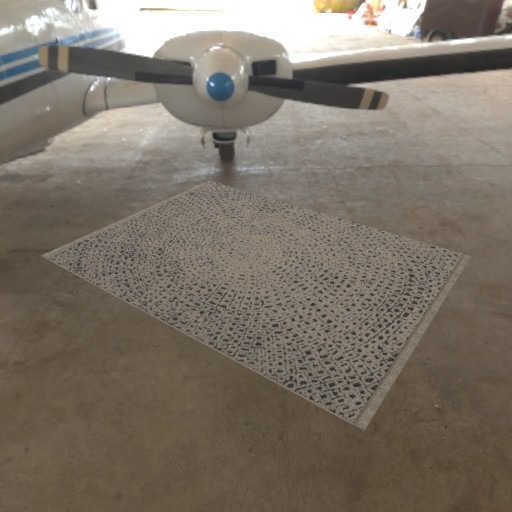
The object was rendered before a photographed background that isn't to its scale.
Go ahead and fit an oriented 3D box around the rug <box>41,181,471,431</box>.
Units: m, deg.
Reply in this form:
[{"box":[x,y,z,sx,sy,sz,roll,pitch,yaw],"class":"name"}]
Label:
[{"box":[0.000,0.000,2.081,1.634,0.003,1.190,21,37,30],"class":"rug"}]
